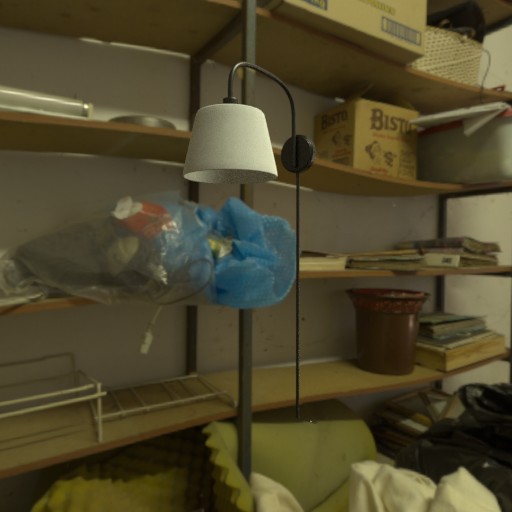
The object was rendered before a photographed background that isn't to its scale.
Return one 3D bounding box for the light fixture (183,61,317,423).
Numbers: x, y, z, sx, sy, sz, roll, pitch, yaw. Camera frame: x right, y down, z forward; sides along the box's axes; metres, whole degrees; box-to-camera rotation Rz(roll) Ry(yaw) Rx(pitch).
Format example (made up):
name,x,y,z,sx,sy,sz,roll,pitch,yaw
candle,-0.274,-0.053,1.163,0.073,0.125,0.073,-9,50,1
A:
name,x,y,z,sx,sy,sz,roll,pitch,yaw
light fixture,0.000,0.000,0.468,0.092,0.399,0.176,1,2,37
